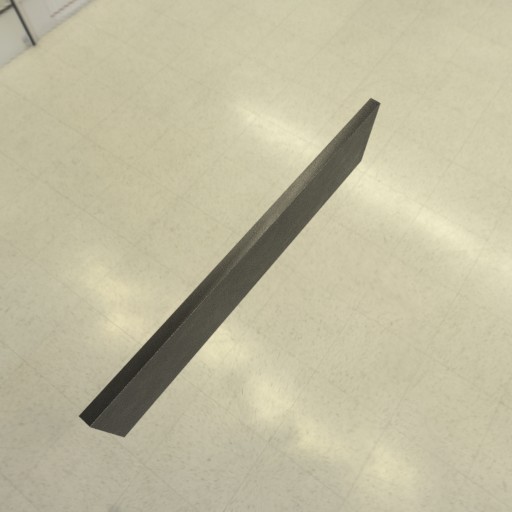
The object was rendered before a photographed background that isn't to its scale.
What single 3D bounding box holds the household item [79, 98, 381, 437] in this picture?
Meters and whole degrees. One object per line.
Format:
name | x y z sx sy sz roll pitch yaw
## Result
household item | 0.000 0.000 1.080 0.030 0.236 1.001 35 69 16
